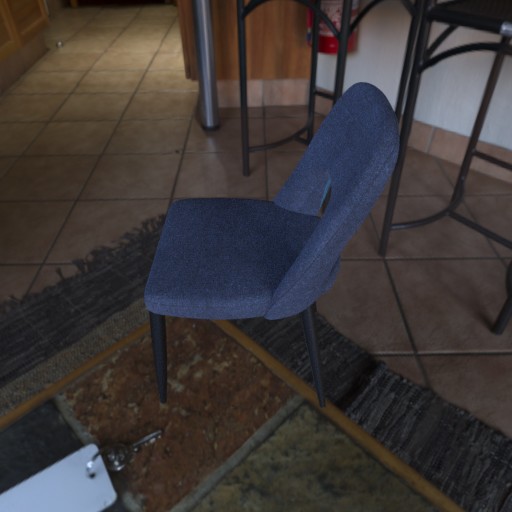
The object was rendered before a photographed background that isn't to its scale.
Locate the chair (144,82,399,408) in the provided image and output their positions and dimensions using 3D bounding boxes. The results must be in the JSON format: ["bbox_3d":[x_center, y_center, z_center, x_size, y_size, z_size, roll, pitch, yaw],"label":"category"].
[{"bbox_3d":[0.000,0.000,1.294,0.612,0.931,0.470,1,42,1],"label":"chair"}]
